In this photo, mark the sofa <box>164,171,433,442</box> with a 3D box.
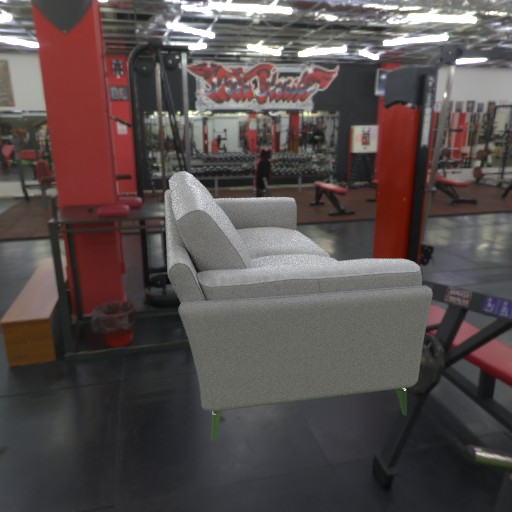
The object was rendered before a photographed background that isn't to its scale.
[{"bbox_3d":[0.000,0.000,2.679,1.049,0.930,2.101,-3,16,-11],"label":"sofa"}]
